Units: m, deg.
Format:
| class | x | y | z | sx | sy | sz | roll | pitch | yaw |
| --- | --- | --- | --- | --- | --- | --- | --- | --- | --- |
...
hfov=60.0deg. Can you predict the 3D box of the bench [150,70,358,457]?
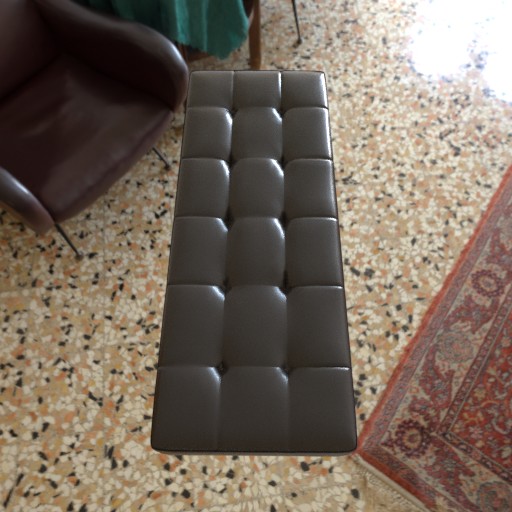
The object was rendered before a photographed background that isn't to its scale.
| class | x | y | z | sx | sy | sz | roll | pitch | yaw |
| --- | --- | --- | --- | --- | --- | --- | --- | --- | --- |
| bench | 0.000 | 0.000 | 1.328 | 0.432 | 0.460 | 1.105 | 0 | 63 | 0 |
